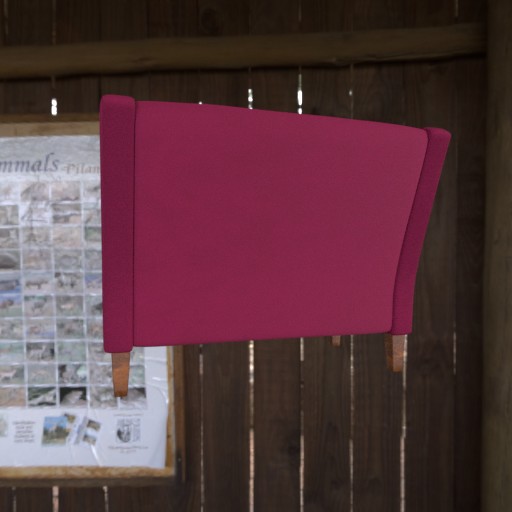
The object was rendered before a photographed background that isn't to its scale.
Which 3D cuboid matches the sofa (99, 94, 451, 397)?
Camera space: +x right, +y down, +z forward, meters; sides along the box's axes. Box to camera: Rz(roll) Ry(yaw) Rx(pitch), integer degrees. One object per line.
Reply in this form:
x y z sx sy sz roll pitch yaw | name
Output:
0.000 0.000 1.908 1.242 0.976 0.946 0 0 -17 | sofa
